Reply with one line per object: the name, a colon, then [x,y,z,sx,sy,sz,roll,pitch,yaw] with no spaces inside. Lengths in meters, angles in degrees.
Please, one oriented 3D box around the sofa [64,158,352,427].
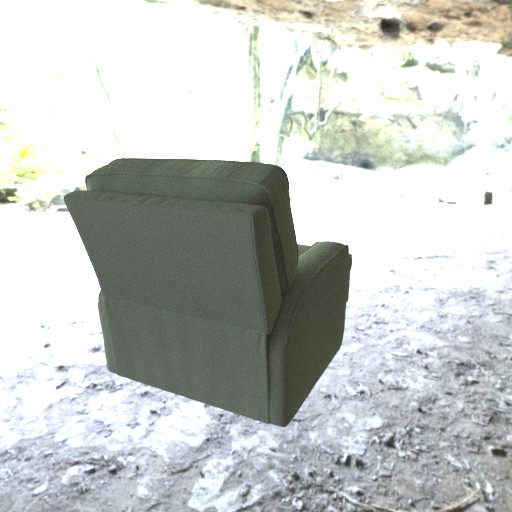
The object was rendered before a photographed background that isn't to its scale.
sofa: [0.000,0.000,2.080,0.861,0.959,1.472,8,18,26]
